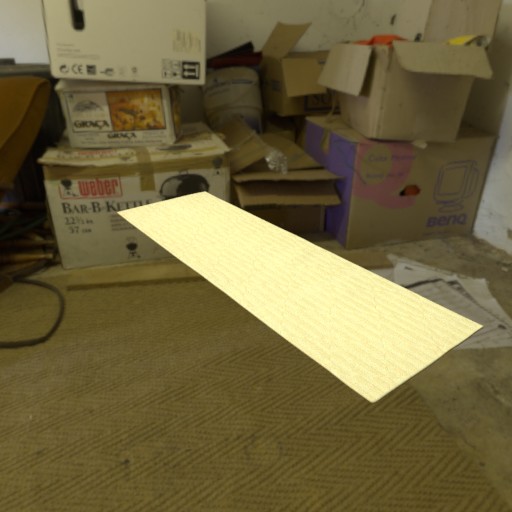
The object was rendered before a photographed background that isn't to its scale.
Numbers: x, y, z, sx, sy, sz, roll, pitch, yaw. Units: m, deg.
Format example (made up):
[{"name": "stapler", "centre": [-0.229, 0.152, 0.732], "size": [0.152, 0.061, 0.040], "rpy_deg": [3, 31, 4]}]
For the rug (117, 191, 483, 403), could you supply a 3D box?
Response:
[{"name": "rug", "centre": [0.000, 0.000, 2.710], "size": [0.793, 0.014, 2.450], "rpy_deg": [-19, 33, -33]}]
